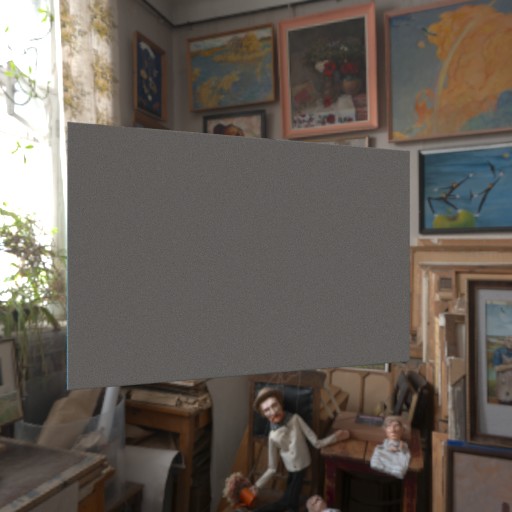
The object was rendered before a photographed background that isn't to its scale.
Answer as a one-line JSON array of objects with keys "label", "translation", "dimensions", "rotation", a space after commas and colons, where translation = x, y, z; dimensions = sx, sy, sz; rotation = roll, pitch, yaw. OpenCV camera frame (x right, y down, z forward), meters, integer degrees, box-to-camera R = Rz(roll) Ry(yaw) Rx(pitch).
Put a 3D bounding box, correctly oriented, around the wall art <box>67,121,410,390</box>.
[{"label": "wall art", "translation": [0.000, 0.000, 0.778], "dimensions": [0.609, 0.406, 0.039], "rotation": [0, 0, -18]}]
